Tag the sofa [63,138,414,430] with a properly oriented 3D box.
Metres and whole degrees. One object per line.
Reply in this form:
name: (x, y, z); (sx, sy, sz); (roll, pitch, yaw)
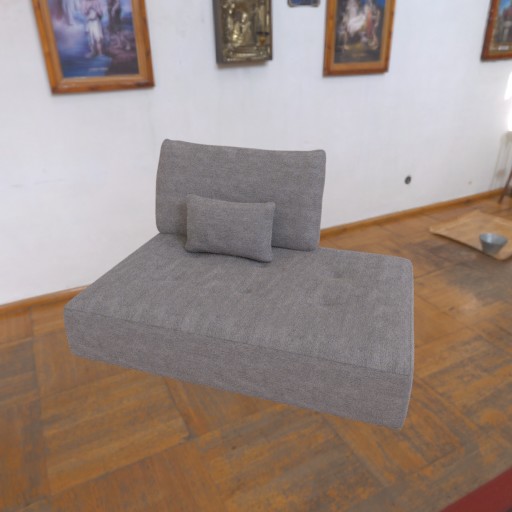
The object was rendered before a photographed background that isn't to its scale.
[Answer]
sofa: (0.000, 0.000, 2.048); (1.450, 0.820, 1.002); (8, 27, 16)
